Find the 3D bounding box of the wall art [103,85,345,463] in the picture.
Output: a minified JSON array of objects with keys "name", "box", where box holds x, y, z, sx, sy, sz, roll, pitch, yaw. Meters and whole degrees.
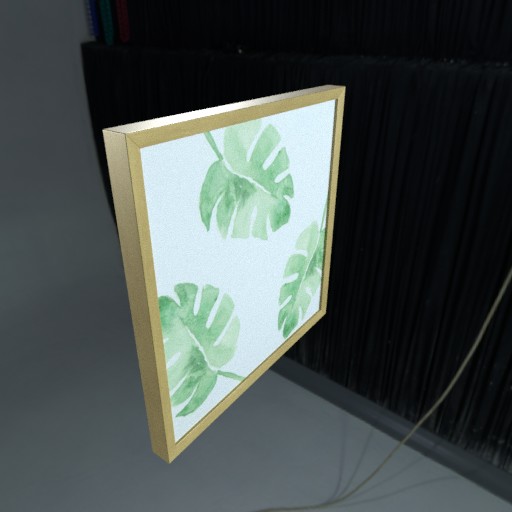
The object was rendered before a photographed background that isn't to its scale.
[{"name":"wall art","box":[0.000,0.000,0.766,0.038,0.508,0.508,19,33,32]}]
